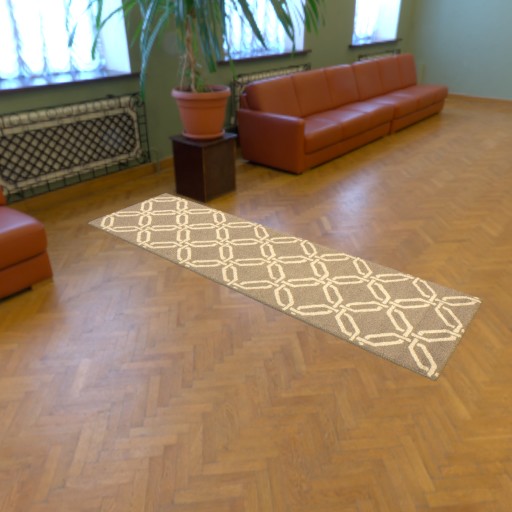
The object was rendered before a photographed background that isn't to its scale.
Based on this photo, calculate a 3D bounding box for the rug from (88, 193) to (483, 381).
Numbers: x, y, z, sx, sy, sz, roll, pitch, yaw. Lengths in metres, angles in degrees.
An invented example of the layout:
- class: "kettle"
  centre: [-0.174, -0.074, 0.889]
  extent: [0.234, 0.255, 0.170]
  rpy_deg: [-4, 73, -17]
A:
- class: "rug"
  centre: [0.000, 0.000, 2.528]
  extent: [2.276, 0.014, 0.678]
  rpy_deg: [21, 36, 33]
